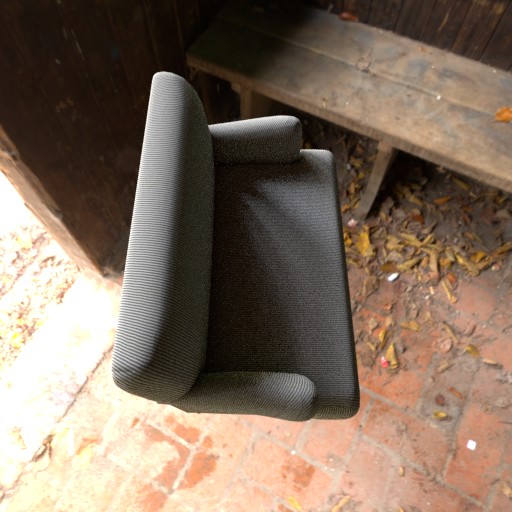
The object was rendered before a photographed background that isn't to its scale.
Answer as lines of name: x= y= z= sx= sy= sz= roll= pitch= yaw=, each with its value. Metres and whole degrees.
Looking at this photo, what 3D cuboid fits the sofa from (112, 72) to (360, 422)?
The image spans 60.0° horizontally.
sofa: x=0.000 y=0.000 z=1.811 sx=0.779 sy=0.889 sz=1.297 roll=0 pitch=63 yaw=0
